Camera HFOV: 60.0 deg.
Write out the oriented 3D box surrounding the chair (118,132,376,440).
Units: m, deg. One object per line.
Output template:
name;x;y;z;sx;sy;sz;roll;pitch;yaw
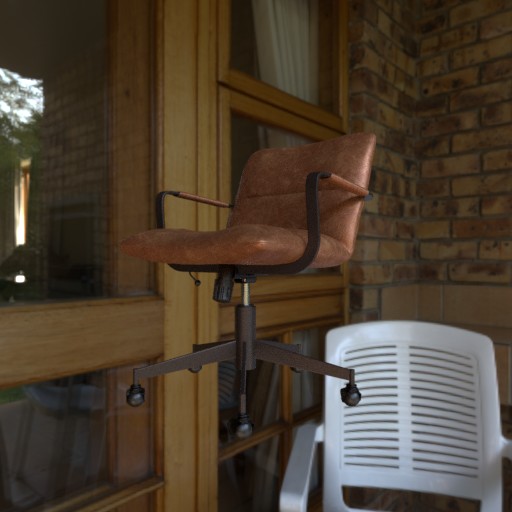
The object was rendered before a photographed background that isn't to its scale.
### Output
chair;0.000;0.000;1.513;0.727;0.922;0.754;0;0;36
